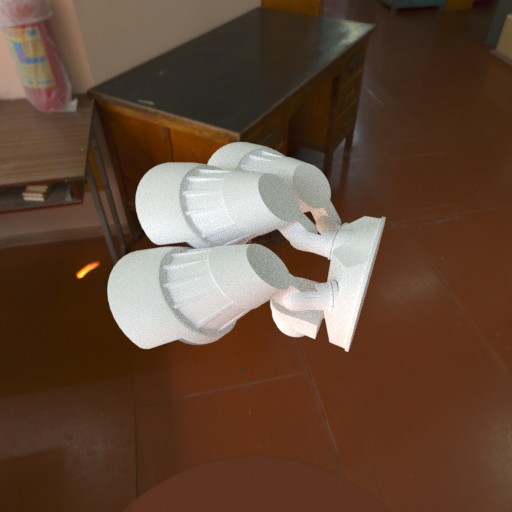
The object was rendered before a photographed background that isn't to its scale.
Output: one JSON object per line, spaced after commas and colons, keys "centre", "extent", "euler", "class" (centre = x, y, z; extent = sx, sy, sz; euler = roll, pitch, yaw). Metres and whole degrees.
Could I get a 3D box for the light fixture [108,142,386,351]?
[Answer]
{"centre": [0.000, 0.000, 0.554], "extent": [0.278, 0.237, 0.369], "euler": [16, 46, 16], "class": "light fixture"}
